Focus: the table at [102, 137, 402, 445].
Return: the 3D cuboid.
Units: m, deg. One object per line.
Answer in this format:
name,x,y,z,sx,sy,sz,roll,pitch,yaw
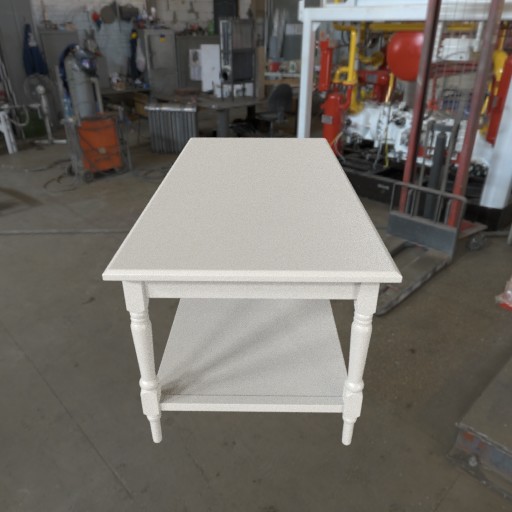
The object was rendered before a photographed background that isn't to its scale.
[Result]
table,0.000,0.000,1.418,0.551,0.506,1.109,0,27,1
